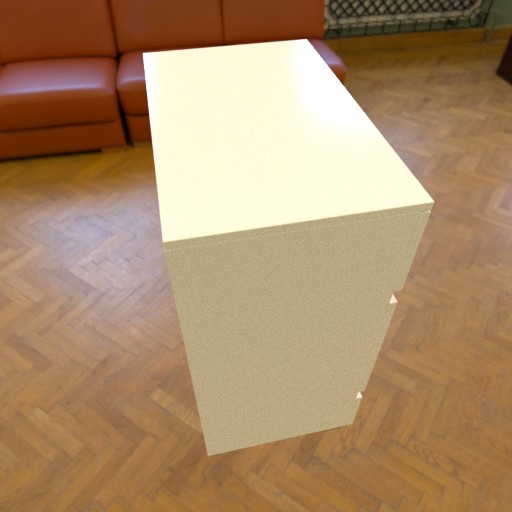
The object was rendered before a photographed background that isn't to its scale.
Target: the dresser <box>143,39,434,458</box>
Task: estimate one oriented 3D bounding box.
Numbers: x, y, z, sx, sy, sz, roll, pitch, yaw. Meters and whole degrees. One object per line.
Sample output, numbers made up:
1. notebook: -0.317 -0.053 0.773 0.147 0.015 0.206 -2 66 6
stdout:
1. dresser: 0.000 0.000 1.135 0.400 0.800 0.650 -9 47 -9
